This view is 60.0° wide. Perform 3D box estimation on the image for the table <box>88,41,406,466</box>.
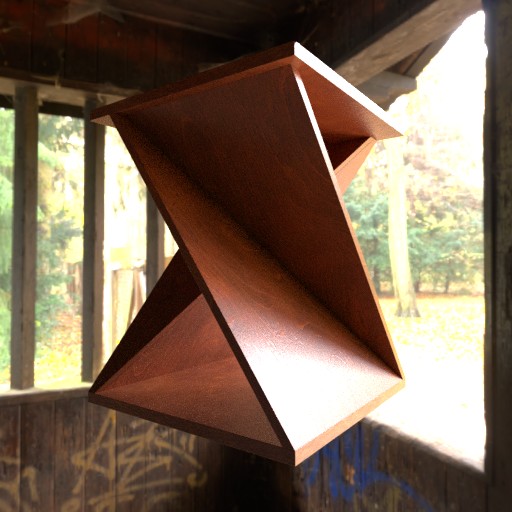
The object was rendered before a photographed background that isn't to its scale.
[{"bbox_3d":[0.000,0.000,0.838,0.427,0.520,0.427,-1,-1,36],"label":"table"}]
